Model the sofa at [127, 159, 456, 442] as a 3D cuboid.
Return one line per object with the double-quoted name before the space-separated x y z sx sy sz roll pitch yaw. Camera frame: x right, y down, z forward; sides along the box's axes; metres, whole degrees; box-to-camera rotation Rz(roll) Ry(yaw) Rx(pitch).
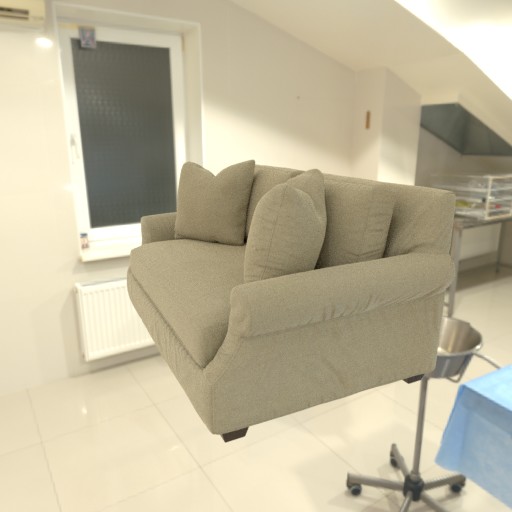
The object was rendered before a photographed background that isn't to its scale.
"sofa" 0.000 0.000 2.207 1.070 0.905 1.550 -8 17 -25
